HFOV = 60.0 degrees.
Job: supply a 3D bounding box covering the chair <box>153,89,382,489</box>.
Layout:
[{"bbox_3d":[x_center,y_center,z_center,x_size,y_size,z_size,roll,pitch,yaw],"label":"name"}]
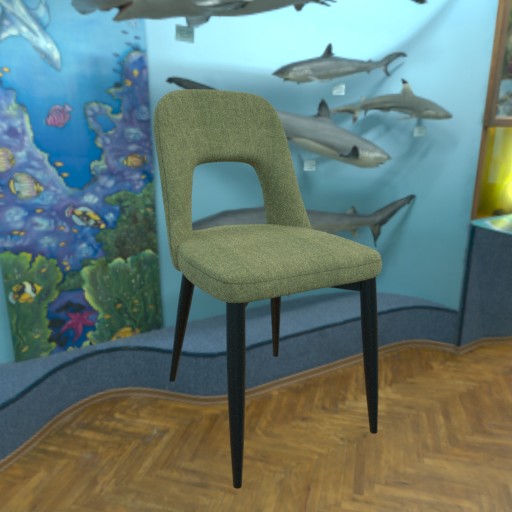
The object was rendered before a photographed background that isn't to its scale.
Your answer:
[{"bbox_3d":[0.000,0.000,1.256,0.470,0.931,0.612,-8,17,-27],"label":"chair"}]
